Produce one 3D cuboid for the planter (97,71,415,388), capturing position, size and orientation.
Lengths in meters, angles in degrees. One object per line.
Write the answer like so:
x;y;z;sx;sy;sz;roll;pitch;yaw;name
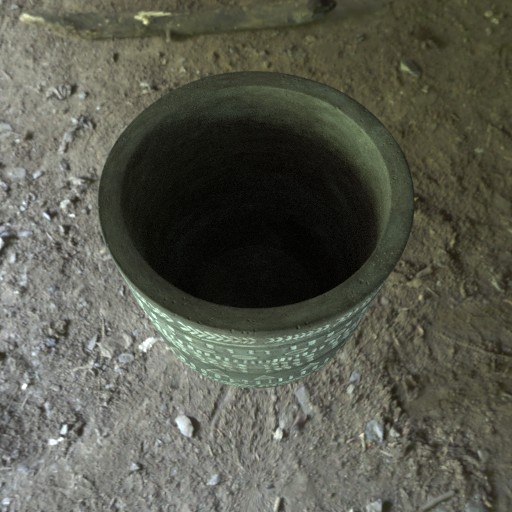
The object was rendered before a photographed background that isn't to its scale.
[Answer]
0.000;0.000;0.264;0.142;0.149;0.142;0;63;0;planter
